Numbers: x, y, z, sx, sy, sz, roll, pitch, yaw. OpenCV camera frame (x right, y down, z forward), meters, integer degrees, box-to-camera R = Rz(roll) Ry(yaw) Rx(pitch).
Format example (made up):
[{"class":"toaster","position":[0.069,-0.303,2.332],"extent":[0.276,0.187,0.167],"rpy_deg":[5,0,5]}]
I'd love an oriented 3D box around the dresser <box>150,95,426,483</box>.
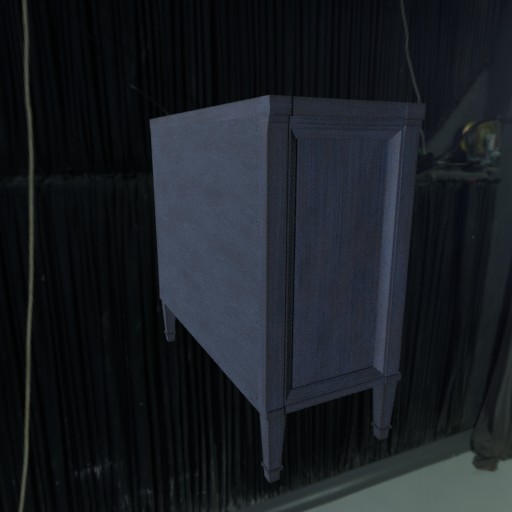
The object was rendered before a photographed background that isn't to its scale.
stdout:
[{"class":"dresser","position":[0.000,0.000,1.607],"extent":[0.463,0.986,1.049],"rpy_deg":[-7,16,-26]}]
